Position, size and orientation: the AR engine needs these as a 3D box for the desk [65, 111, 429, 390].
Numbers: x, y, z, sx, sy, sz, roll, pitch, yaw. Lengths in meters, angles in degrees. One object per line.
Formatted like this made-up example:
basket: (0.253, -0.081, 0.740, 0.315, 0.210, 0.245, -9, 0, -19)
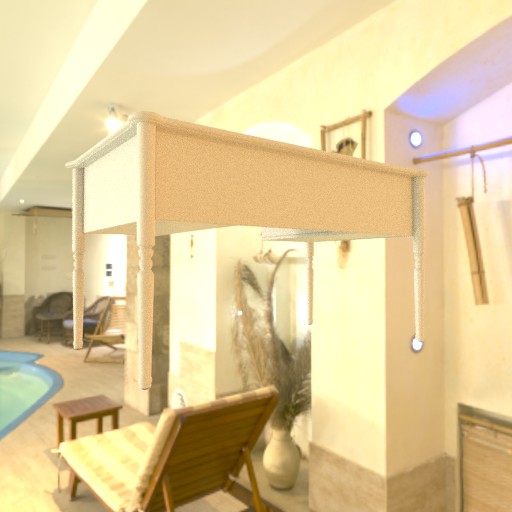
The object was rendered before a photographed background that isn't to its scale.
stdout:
desk: (0.000, 0.000, 1.896, 1.380, 0.762, 0.807, 1, -1, -36)
